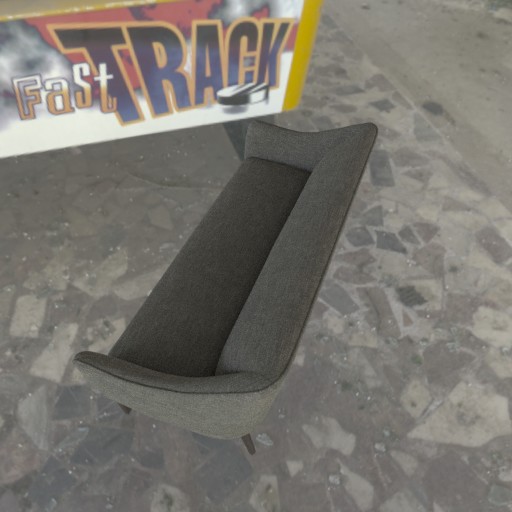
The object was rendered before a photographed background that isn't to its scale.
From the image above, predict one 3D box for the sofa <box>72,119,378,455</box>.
[{"bbox_3d":[0.000,0.000,2.385,0.867,0.829,1.928,16,50,14],"label":"sofa"}]
